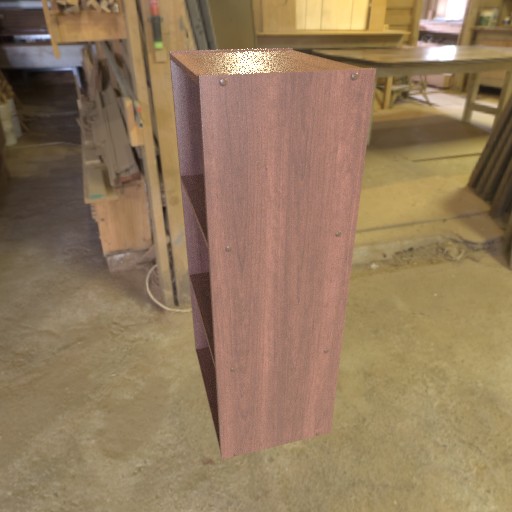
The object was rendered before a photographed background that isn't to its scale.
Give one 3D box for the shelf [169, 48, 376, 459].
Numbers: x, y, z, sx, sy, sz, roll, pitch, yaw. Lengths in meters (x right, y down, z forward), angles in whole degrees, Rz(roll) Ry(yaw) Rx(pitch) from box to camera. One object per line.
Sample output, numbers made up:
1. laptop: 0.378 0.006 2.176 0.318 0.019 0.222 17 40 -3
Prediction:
1. shelf: 0.000 0.000 1.075 0.290 0.879 0.414 -8 31 -14
